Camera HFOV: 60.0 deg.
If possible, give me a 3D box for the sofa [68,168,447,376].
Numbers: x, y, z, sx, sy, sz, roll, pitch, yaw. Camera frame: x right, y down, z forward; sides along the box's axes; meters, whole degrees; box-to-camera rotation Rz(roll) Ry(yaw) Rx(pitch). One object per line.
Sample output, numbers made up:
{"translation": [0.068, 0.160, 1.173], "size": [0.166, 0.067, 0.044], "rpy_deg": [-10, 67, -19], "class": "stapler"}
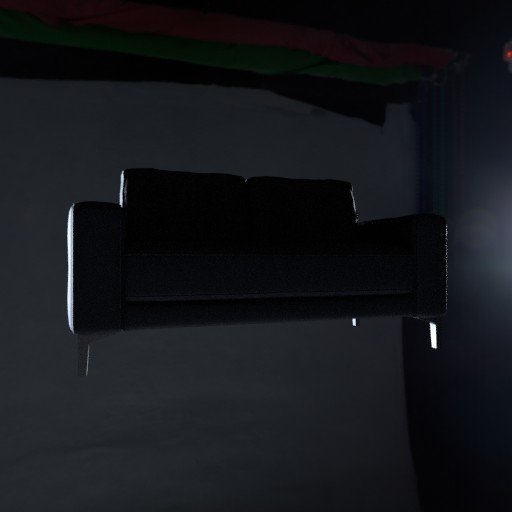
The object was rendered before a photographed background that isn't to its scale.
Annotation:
{"translation": [0.000, 0.000, 2.263], "size": [1.726, 0.893, 0.833], "rpy_deg": [0, 0, -18], "class": "sofa"}
